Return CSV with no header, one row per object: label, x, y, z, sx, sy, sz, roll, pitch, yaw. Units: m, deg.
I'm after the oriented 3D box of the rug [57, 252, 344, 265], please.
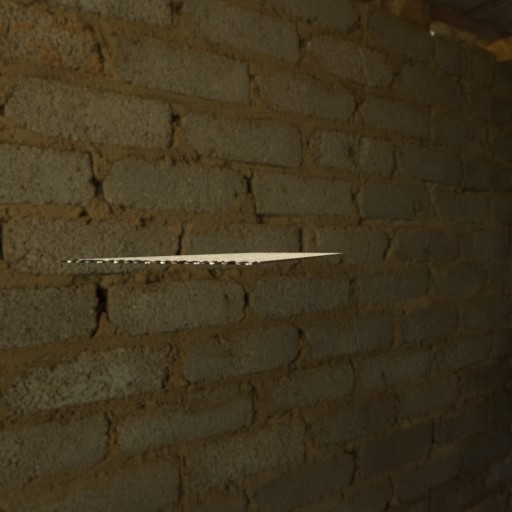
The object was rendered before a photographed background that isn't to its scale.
rug,0.000,0.000,2.681,0.769,0.013,2.440,0,1,18
